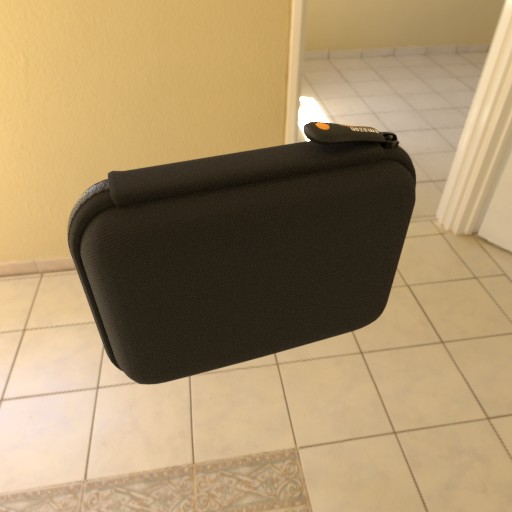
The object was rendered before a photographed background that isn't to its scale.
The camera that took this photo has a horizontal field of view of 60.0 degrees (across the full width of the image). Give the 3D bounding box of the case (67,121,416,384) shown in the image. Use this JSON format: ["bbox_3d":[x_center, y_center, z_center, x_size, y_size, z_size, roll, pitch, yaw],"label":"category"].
[{"bbox_3d":[0.000,0.000,0.178,0.132,0.105,0.038,-12,42,-14],"label":"case"}]
